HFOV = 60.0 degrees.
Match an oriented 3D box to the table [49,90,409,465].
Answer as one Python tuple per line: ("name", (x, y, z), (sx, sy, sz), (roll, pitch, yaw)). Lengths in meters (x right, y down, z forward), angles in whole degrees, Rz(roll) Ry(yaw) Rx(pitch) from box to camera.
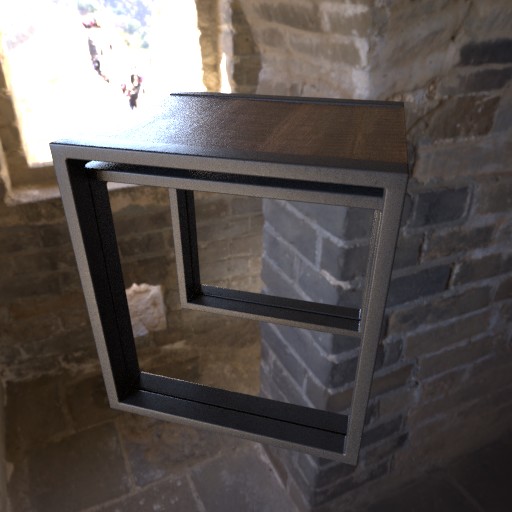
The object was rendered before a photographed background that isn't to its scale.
("table", (0.000, 0.000, 0.905), (0.500, 0.550, 0.449), (8, 31, 13))
